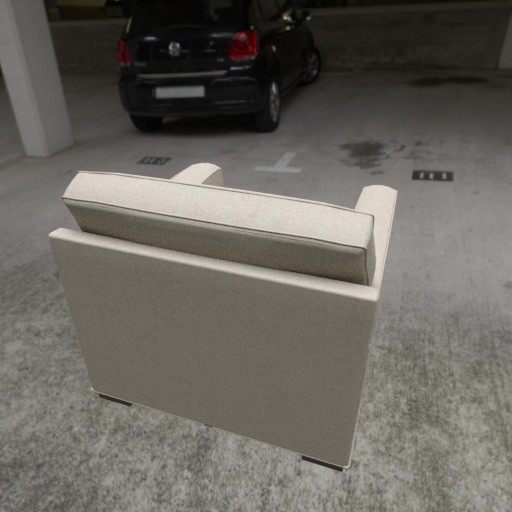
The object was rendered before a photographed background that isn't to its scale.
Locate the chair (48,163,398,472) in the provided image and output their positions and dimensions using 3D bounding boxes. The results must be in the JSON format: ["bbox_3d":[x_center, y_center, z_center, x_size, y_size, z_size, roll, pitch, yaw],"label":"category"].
[{"bbox_3d":[0.000,0.000,1.771,0.998,0.913,1.043,10,34,16],"label":"chair"}]
